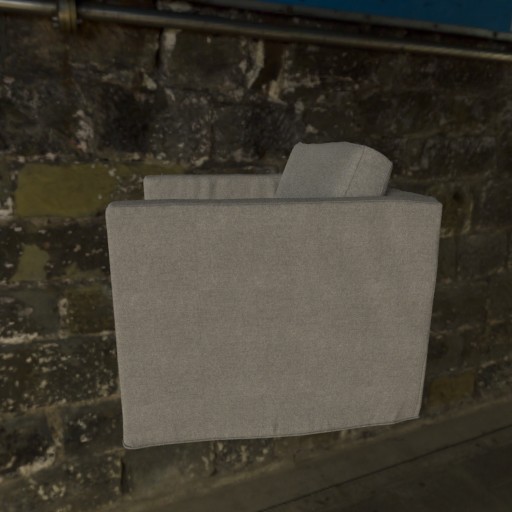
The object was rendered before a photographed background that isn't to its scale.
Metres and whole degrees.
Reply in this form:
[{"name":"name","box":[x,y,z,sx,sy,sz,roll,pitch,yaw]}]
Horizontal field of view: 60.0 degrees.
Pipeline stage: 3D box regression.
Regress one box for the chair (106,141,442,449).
[{"name":"chair","box":[0.000,0.000,1.727,0.949,0.863,1.057,-2,15,-8]}]
